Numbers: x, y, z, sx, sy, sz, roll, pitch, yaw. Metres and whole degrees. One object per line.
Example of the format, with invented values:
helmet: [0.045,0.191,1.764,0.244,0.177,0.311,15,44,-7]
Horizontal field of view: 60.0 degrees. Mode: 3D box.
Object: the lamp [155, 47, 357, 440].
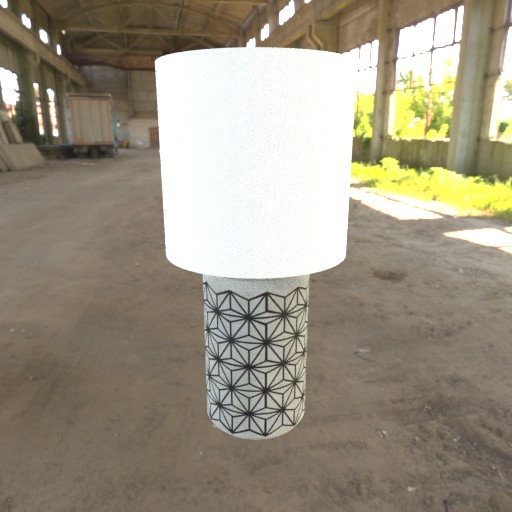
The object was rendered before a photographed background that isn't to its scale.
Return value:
lamp: [0.000,0.000,0.520,0.206,0.416,0.206,15,22,42]
